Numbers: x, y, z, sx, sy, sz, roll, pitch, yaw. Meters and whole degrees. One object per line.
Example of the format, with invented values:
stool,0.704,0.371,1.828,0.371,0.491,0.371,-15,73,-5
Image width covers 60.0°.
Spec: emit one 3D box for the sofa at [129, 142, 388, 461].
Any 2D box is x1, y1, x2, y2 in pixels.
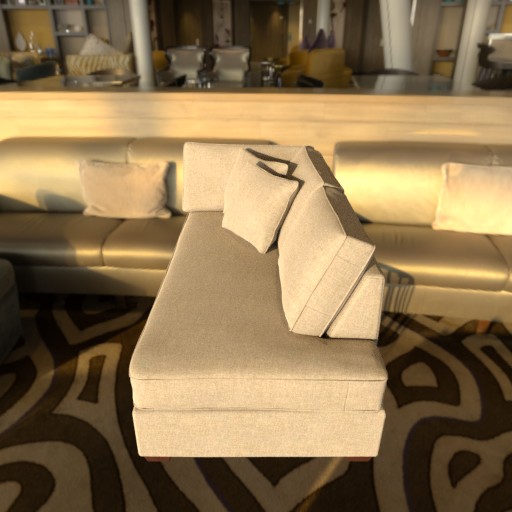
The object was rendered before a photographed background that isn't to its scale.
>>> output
sofa,0.000,0.000,2.728,1.110,1.019,2.238,0,26,0
